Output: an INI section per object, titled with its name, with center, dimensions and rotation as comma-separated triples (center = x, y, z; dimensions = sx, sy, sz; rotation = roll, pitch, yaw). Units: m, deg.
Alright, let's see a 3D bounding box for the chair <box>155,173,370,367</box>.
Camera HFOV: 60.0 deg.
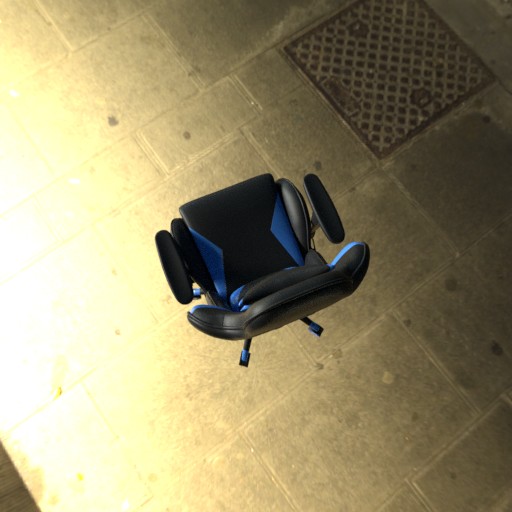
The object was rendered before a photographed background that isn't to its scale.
[chair]
center = 0.000, 0.000, 1.682
dimensions = 0.695, 1.282, 0.730
rotation = -22, 77, -5
